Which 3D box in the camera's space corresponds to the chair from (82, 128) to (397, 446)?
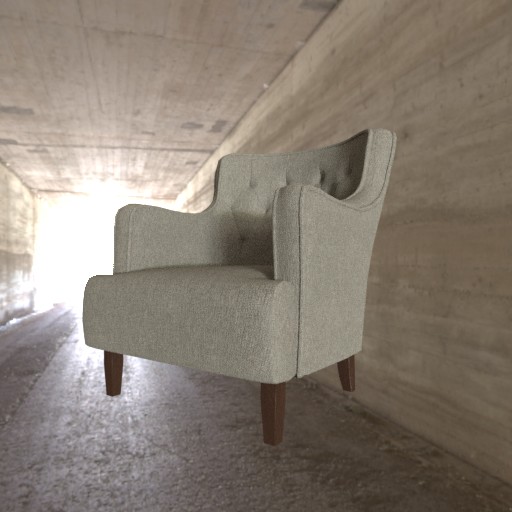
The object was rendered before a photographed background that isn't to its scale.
[{"bbox_3d":[0.000,0.000,1.564,0.820,0.920,0.910,0,0,37],"label":"chair"}]
